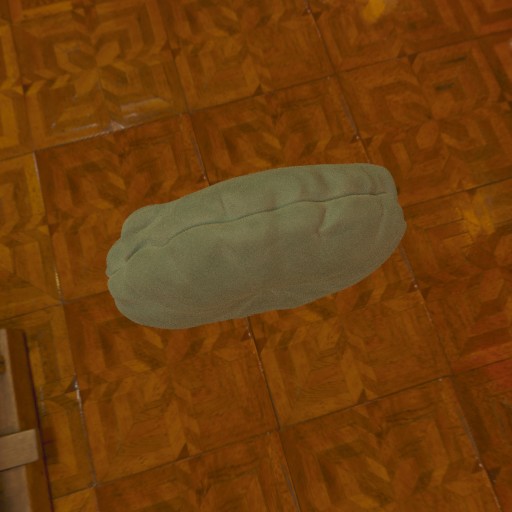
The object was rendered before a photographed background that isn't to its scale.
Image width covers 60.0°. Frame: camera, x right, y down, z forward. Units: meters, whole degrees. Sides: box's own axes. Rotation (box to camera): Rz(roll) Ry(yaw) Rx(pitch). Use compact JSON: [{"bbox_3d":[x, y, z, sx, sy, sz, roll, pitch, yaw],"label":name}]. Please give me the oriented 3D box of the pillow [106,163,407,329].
[{"bbox_3d":[0.000,0.000,0.637,0.428,0.407,0.148,-14,76,-3],"label":"pillow"}]
